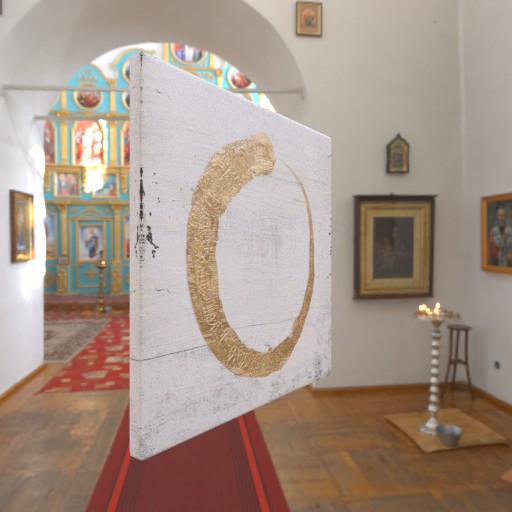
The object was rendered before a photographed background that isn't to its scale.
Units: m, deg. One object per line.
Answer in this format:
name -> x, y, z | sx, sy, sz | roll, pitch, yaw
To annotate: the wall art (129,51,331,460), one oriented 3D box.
wall art -> 0.000, 0.000, 1.134 | 0.038, 0.762, 0.762 | 0, 0, 37
